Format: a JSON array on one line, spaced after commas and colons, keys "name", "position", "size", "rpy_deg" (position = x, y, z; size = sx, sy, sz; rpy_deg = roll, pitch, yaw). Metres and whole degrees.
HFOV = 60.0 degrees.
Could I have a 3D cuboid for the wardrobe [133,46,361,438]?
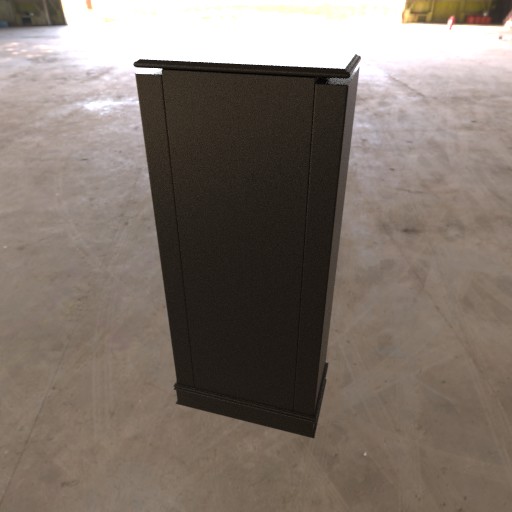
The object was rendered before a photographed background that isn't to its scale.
[{"name": "wardrobe", "position": [0.000, 0.000, 1.208], "size": [0.444, 1.011, 0.295], "rpy_deg": [9, 33, 14]}]
